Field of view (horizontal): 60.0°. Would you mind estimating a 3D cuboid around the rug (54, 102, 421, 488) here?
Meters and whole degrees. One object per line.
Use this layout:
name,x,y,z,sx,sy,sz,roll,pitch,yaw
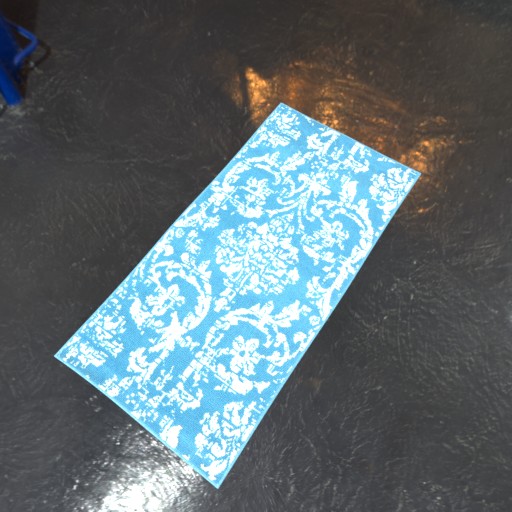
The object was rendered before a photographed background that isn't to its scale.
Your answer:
rug,0.000,0.000,1.445,0.604,0.007,1.219,32,68,15
